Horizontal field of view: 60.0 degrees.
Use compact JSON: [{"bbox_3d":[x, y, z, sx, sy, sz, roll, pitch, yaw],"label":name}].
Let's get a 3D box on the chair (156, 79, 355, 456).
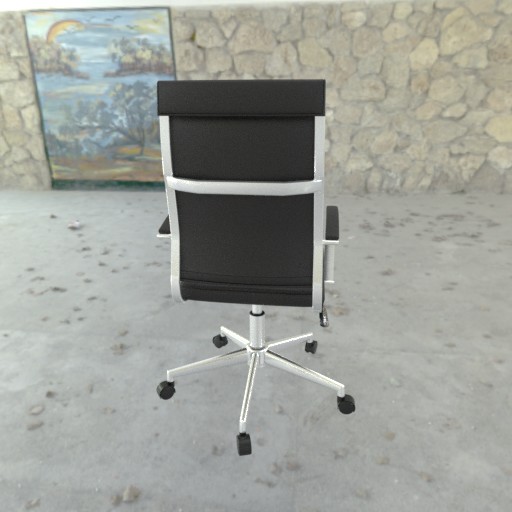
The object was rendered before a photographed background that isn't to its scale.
[{"bbox_3d":[0.000,0.000,1.601,0.766,1.149,0.739,2,19,7],"label":"chair"}]
